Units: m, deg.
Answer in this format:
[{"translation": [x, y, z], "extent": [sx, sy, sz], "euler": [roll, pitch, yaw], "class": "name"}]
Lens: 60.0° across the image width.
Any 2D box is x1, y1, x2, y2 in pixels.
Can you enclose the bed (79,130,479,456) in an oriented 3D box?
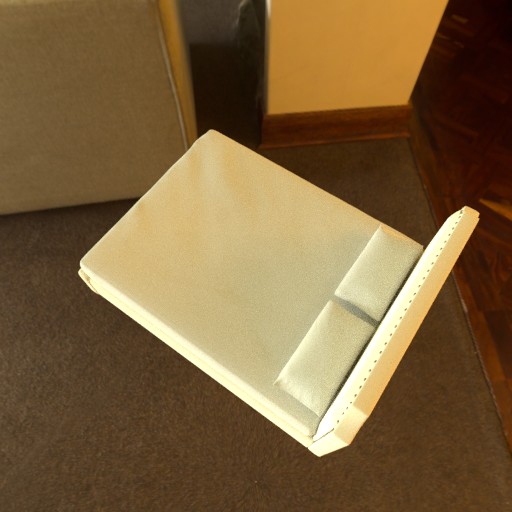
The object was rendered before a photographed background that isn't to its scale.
[{"translation": [0.000, 0.000, 3.349], "extent": [2.329, 1.415, 1.703], "euler": [32, 67, 15], "class": "bed"}]
